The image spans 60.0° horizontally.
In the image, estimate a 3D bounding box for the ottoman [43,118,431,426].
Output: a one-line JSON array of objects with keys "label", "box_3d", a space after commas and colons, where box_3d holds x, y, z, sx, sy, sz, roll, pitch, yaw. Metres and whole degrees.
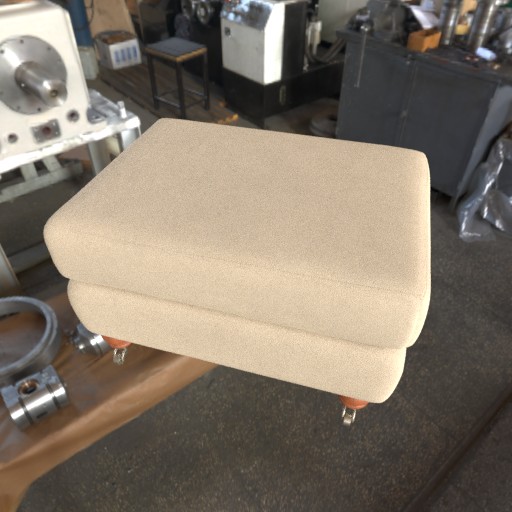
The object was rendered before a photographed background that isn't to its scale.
[{"label": "ottoman", "box_3d": [0.000, 0.000, 1.135, 0.773, 0.504, 0.569, 11, 42, 12]}]
